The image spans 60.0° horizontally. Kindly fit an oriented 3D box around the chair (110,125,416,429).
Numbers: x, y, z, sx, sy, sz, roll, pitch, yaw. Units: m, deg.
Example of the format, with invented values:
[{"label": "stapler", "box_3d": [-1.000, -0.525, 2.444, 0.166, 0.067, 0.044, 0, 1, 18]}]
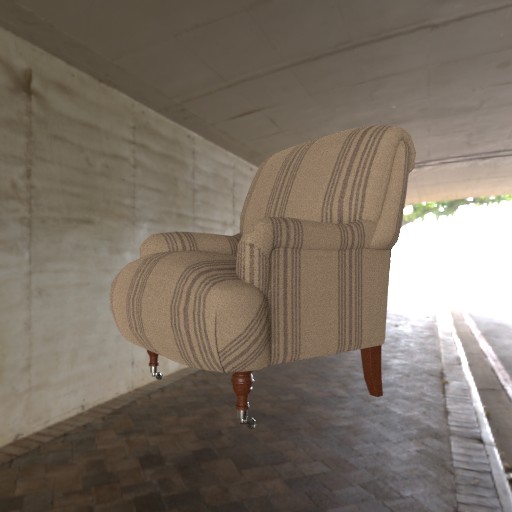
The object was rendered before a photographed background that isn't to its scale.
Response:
[{"label": "chair", "box_3d": [0.000, 0.000, 1.596, 0.914, 0.940, 0.813, 0, -1, -36]}]
